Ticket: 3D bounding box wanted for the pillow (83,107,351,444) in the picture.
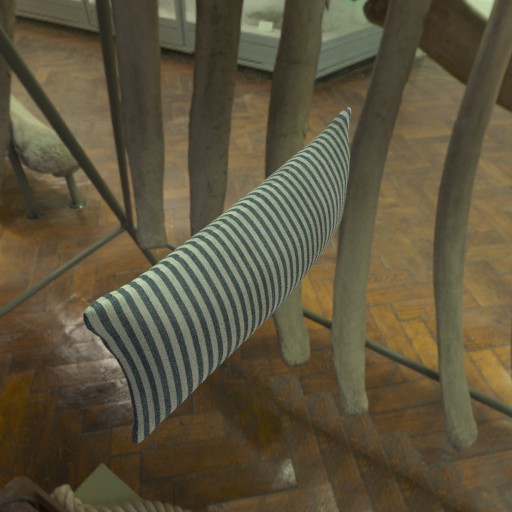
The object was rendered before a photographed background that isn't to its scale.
[{"bbox_3d":[0.000,0.000,0.738,0.151,0.295,0.617,25,48,25],"label":"pillow"}]
